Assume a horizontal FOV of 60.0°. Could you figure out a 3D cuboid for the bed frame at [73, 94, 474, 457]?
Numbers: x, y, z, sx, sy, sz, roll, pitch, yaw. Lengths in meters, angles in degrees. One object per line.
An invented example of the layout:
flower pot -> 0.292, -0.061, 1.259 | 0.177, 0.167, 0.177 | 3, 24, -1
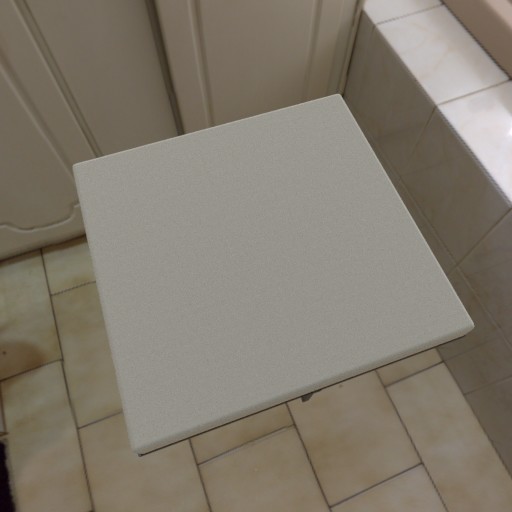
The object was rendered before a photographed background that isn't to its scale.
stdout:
bed frame -> 0.000, 0.000, 3.915 | 2.635, 0.680, 2.526 | -18, 66, -8
